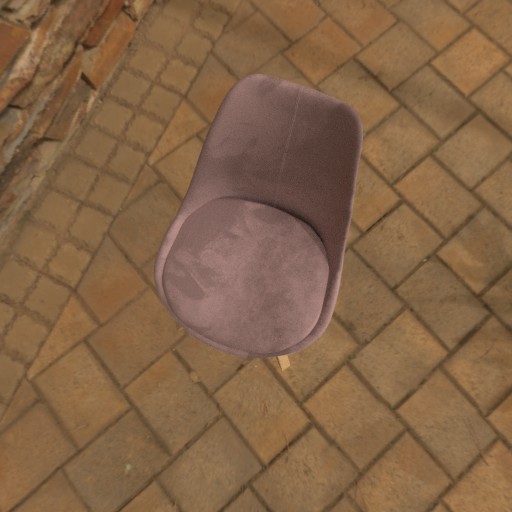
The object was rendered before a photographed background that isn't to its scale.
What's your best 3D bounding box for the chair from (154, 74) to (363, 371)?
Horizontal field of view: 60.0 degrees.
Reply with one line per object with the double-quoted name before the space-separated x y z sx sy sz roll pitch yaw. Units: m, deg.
"chair" 0.000 0.000 1.237 0.485 0.850 0.550 20 77 5
